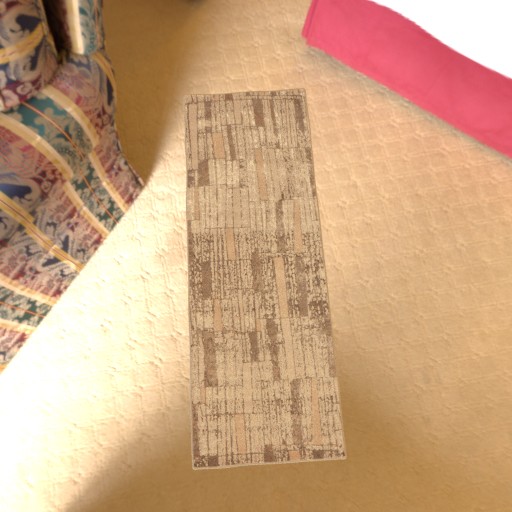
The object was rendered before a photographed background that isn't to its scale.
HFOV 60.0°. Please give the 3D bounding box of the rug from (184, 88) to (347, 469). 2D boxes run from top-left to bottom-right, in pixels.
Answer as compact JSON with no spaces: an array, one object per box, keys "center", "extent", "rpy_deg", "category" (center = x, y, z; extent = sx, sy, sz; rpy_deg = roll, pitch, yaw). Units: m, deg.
[{"center":[0.000,0.000,2.753],"extent":[0.857,0.018,2.383],"rpy_deg":[-4,74,-1],"category":"rug"}]
